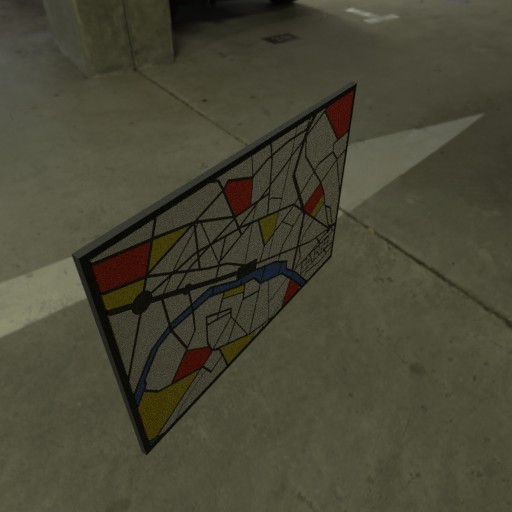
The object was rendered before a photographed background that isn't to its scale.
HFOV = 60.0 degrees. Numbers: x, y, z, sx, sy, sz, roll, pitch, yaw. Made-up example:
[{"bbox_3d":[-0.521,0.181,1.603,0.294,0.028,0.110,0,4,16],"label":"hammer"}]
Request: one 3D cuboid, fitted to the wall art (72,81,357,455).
[{"bbox_3d":[0.000,0.000,0.835,0.013,0.458,0.664,26,47,27],"label":"wall art"}]
